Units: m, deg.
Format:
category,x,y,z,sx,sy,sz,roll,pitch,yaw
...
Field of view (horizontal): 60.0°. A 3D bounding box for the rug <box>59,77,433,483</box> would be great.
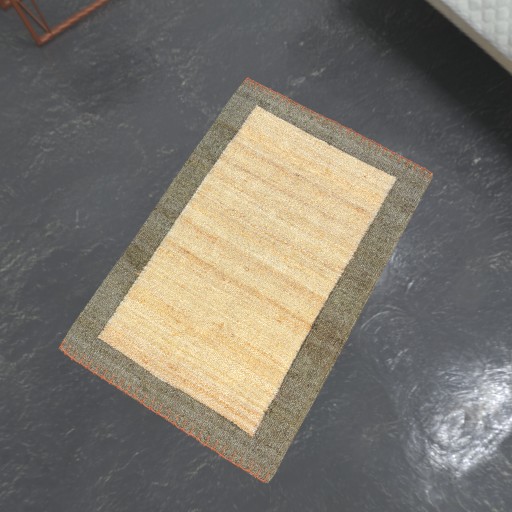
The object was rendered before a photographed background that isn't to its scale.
category,x,y,z,sx,sy,sz,roll,pitch,yaw
rug,0.000,0.000,2.320,1.220,0.019,1.838,30,77,8
